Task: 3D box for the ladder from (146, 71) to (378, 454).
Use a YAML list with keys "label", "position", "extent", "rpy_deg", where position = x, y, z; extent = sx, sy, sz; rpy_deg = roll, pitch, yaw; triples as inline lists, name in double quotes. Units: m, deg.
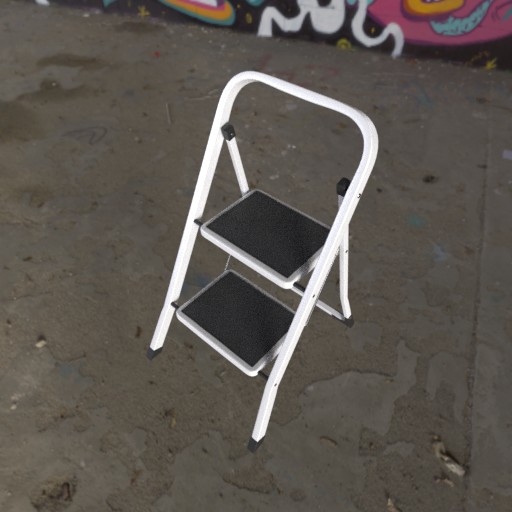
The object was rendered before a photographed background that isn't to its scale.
- label: "ladder"
  position: [0.000, 0.000, 1.159]
  extent: [0.460, 0.810, 0.544]
  rpy_deg: [32, 54, 27]
